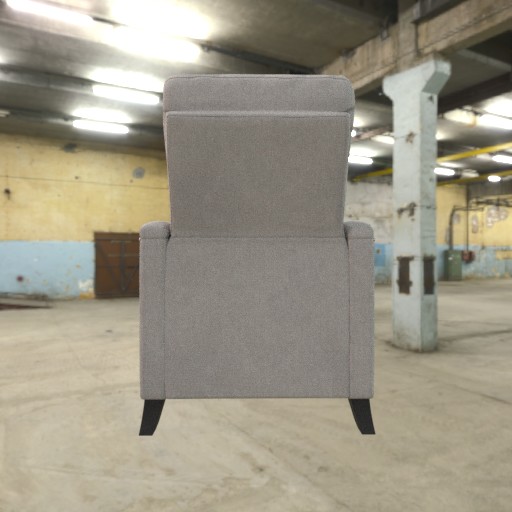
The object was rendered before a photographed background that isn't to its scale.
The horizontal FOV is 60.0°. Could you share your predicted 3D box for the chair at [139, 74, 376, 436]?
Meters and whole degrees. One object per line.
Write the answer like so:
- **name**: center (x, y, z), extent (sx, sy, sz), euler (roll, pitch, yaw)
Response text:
- **chair**: center (0.000, 0.000, 1.622), extent (0.710, 1.049, 0.922), euler (0, 0, -1)
